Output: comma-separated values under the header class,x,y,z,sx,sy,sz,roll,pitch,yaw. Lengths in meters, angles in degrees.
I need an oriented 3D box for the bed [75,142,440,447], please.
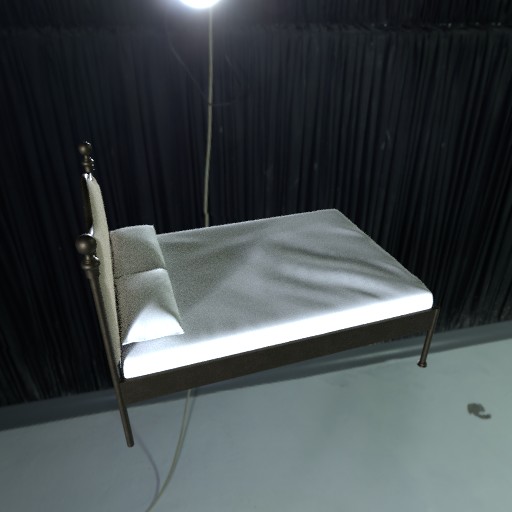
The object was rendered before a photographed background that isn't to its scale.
class,x,y,z,sx,sy,sz,roll,pitch,yaw
bed,0.000,0.000,3.199,2.170,1.462,1.533,-10,33,-16
